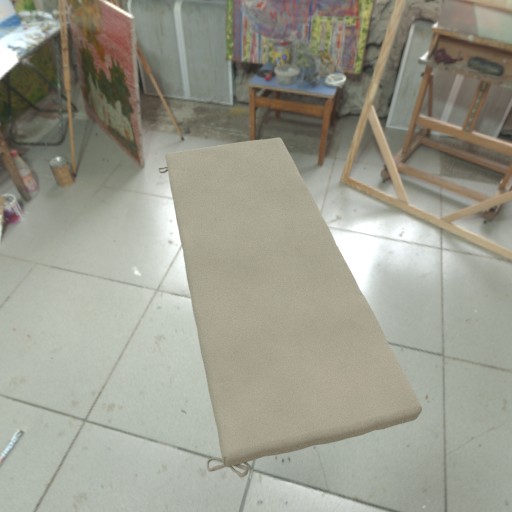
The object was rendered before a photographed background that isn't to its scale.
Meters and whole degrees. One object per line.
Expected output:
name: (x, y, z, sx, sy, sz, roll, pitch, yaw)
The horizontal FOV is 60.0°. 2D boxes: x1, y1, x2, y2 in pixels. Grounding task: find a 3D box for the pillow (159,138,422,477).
pillow: (0.000, 0.000, 1.339, 0.492, 0.081, 1.187, -10, 48, -9)
